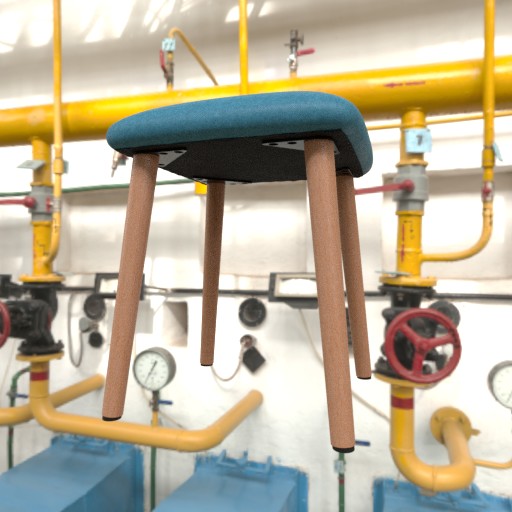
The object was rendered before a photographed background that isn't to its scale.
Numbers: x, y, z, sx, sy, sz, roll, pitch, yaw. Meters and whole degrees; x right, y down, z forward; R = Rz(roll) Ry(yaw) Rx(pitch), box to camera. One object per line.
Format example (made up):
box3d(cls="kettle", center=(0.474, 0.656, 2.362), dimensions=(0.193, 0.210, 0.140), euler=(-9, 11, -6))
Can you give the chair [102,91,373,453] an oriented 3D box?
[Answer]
box3d(cls="chair", center=(0.000, 0.000, 0.717), dimensions=(0.360, 0.450, 0.360), euler=(0, 0, 18))
